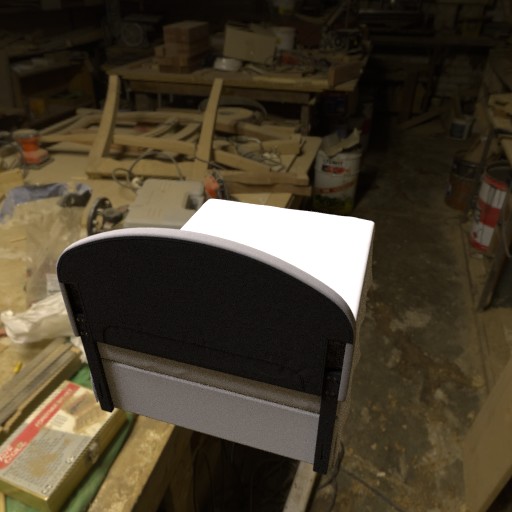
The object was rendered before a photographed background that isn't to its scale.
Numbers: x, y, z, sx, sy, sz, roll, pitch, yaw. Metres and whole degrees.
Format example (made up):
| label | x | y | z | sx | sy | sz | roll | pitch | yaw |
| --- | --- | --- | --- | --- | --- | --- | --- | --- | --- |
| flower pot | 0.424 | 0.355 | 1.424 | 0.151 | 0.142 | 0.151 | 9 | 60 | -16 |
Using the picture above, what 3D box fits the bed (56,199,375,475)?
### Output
| label | x | y | z | sx | sy | sz | roll | pitch | yaw |
| --- | --- | --- | --- | --- | --- | --- | --- | --- | --- |
| bed | 0.000 | 0.000 | 3.064 | 1.607 | 1.410 | 2.005 | 10 | 34 | 15 |
